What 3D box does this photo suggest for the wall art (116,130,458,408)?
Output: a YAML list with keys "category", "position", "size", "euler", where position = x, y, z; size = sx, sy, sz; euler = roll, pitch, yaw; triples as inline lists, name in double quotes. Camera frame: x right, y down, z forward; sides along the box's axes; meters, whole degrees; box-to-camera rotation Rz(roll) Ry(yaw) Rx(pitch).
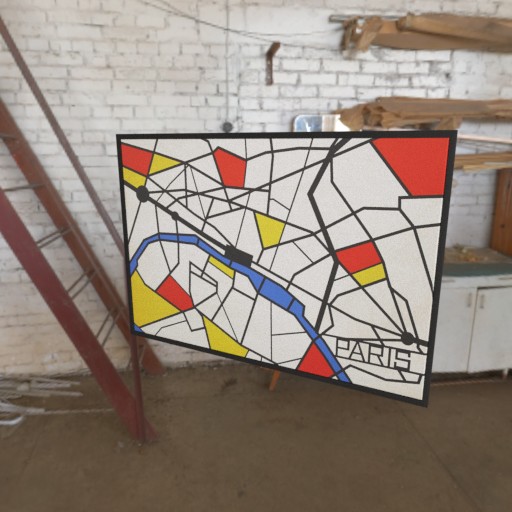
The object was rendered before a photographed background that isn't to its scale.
- category: "wall art"
  position: [0.000, 0.000, 1.237]
  size: [0.963, 0.665, 0.013]
  euler: [7, 16, 26]
